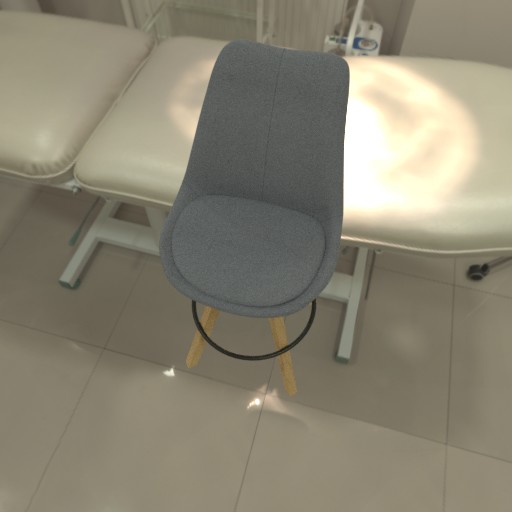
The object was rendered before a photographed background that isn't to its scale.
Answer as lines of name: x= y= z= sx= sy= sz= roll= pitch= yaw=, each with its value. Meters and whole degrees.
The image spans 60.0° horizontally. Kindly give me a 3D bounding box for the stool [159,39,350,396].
stool: x=0.000 y=0.000 z=1.404 sx=0.485 sy=1.115 sz=0.550 roll=13 pitch=59 yaw=8
